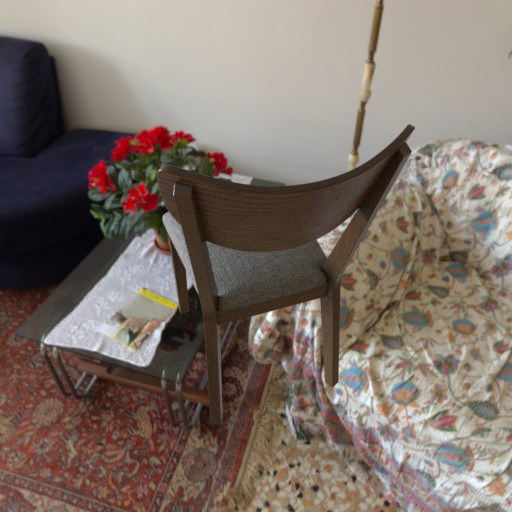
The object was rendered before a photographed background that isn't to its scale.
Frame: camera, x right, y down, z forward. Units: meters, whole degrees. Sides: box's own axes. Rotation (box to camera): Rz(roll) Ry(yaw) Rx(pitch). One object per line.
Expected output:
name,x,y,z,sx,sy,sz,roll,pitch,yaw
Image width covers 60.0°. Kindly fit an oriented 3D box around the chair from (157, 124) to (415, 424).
chair,0.000,0.000,1.195,0.491,0.849,0.583,-13,42,-15
